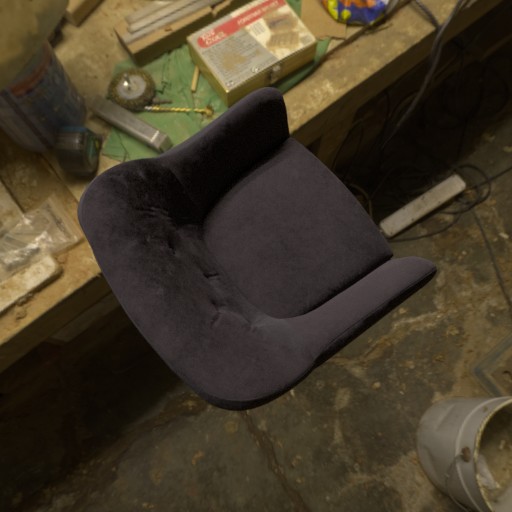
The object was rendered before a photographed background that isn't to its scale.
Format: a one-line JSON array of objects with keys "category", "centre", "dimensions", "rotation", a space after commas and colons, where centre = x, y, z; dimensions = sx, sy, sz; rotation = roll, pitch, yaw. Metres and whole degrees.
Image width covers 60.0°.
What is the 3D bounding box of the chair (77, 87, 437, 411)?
[{"category": "chair", "centre": [0.000, 0.000, 1.534], "dimensions": [0.819, 0.807, 0.840], "rotation": [-36, 78, -9]}]
